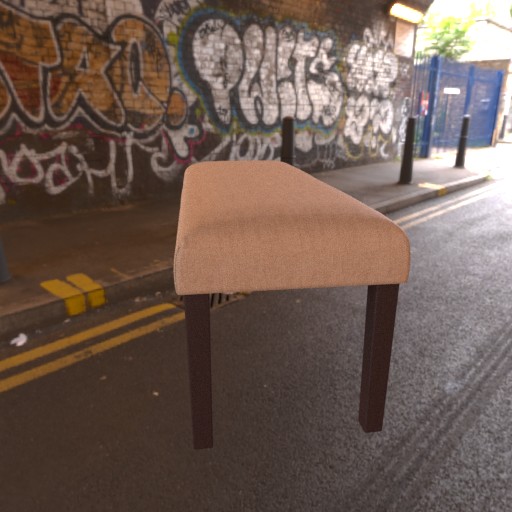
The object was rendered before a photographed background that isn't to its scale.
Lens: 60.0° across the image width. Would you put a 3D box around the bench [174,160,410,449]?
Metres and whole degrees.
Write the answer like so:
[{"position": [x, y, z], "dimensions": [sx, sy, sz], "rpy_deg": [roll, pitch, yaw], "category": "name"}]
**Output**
[{"position": [0.000, 0.000, 1.260], "dimensions": [0.407, 0.456, 1.013], "rpy_deg": [-2, 18, -7], "category": "bench"}]
